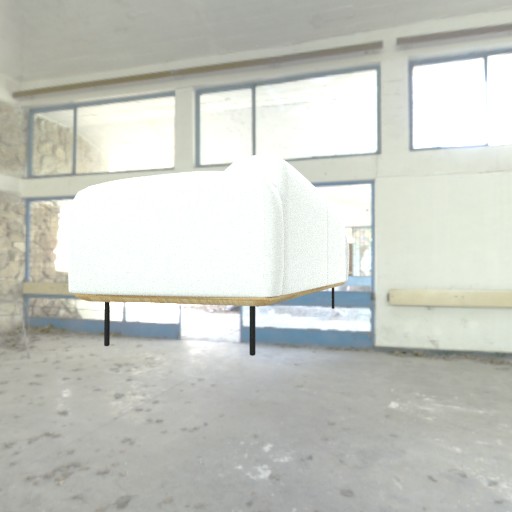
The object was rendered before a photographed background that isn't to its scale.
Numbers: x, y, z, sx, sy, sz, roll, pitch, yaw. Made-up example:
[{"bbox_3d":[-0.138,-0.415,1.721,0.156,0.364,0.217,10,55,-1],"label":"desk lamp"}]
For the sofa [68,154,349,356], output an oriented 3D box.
[{"bbox_3d":[0.000,0.000,2.651,0.870,0.780,2.280,-1,-2,18],"label":"sofa"}]
